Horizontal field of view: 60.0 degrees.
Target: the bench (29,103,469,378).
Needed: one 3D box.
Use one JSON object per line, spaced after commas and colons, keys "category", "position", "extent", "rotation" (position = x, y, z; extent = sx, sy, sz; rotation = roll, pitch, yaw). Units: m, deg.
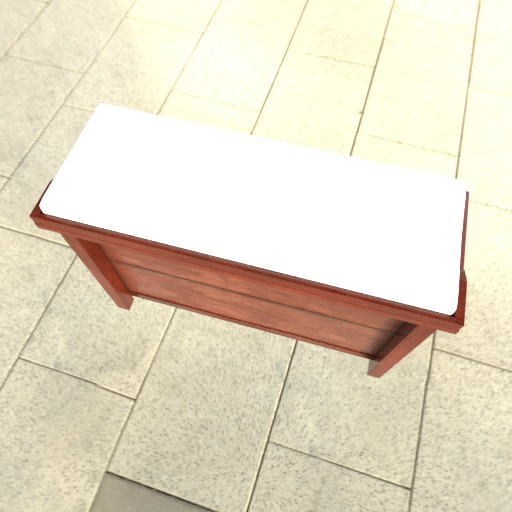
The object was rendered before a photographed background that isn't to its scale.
{"category": "bench", "position": [0.000, 0.000, 1.301], "extent": [0.987, 0.646, 0.369], "rotation": [14, 64, 7]}
